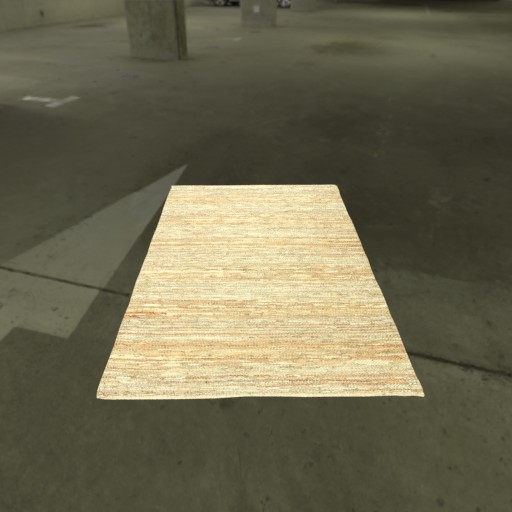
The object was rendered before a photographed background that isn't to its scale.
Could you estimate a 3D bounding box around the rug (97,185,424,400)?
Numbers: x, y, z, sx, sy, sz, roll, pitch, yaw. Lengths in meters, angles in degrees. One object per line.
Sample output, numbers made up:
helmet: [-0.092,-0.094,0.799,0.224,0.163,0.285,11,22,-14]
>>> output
rug: [0.000,0.000,3.068,1.529,0.009,2.446,0,32,-1]
